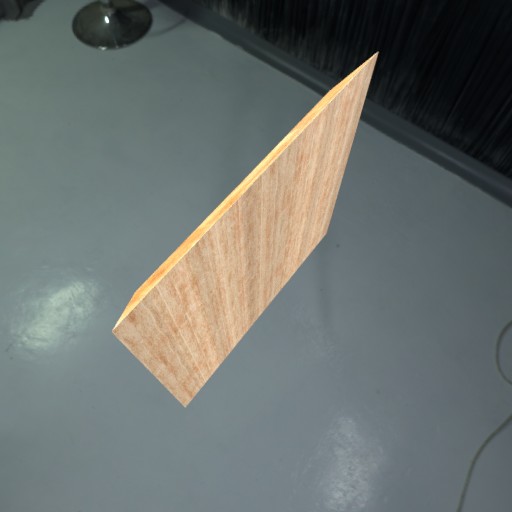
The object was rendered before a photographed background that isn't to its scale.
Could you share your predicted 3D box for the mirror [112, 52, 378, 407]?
[{"bbox_3d":[0.000,0.000,0.969,0.047,0.651,0.651,35,68,16],"label":"mirror"}]
